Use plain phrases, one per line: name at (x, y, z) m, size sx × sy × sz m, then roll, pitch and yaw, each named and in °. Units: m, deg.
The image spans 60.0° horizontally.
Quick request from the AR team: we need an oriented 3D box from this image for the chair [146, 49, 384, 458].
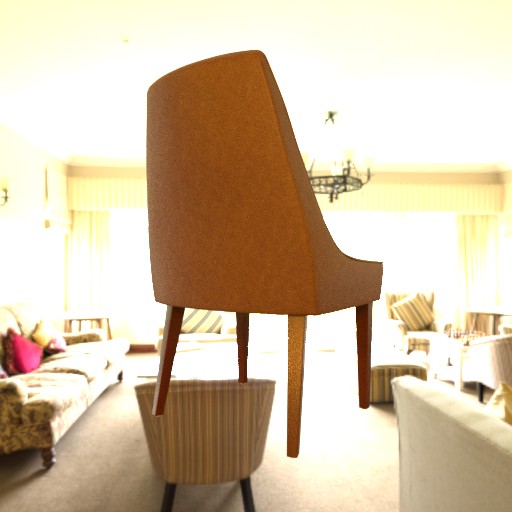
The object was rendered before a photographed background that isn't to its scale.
chair at (0.000, 0.000, 1.197) m, size 0.529 × 0.861 × 0.544 m, roll 0°, pitch -1°, yaw 36°
